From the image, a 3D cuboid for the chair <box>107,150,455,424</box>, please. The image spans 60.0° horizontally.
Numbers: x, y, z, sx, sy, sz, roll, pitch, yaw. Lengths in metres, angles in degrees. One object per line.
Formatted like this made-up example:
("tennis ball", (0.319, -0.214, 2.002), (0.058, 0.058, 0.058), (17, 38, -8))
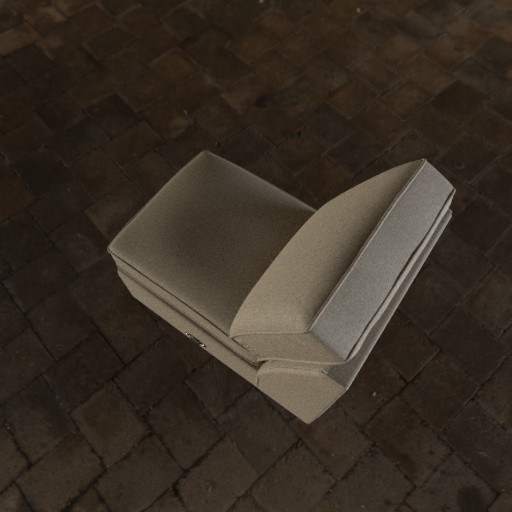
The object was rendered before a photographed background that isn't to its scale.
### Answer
("chair", (0.000, 0.000, 1.679), (1.020, 1.058, 0.674), (32, 67, 15))
